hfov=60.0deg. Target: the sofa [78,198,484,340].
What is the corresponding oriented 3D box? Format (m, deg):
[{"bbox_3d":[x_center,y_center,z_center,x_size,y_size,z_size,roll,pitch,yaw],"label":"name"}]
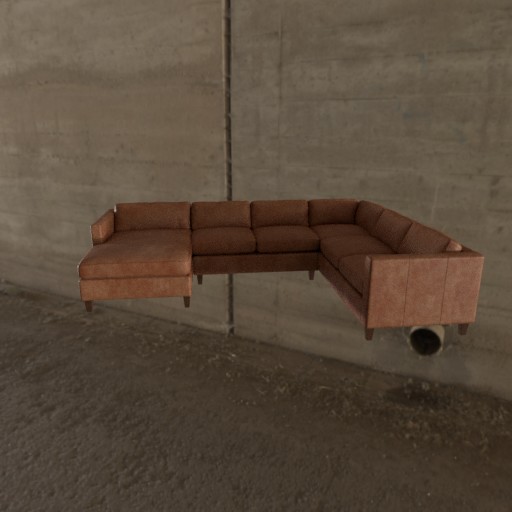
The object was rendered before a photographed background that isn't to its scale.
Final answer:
[{"bbox_3d":[0.000,0.000,4.579,3.401,0.832,2.430,-2,17,-6],"label":"sofa"}]
